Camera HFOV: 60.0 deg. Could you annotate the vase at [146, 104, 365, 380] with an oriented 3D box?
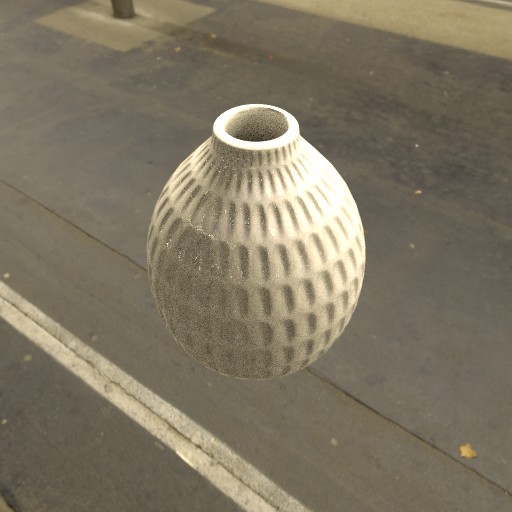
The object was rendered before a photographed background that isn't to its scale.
[{"bbox_3d":[0.000,0.000,0.336,0.162,0.223,0.162,0,47,0],"label":"vase"}]
